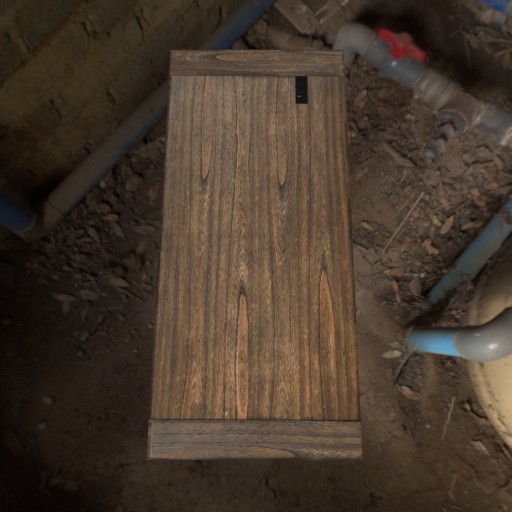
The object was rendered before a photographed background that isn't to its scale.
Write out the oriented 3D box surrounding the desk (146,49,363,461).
[{"bbox_3d":[0.000,0.000,1.998,0.711,0.751,1.590,0,76,0],"label":"desk"}]
